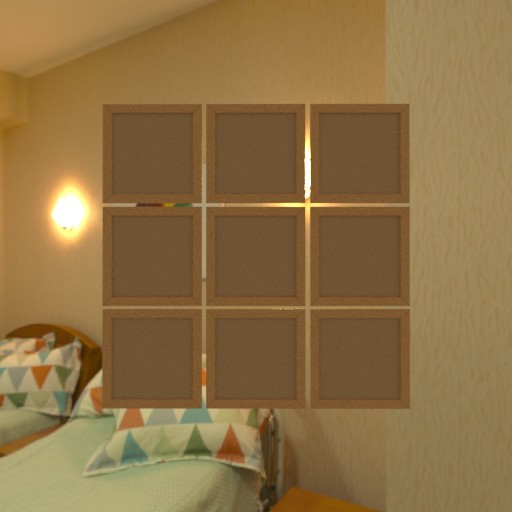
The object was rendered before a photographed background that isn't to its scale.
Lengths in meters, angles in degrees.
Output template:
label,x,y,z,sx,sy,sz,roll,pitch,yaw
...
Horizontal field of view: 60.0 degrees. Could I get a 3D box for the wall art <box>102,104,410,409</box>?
label,x,y,z,sx,sy,sz,roll,pitch,yaw
wall art,0.000,0.000,2.198,1.519,1.507,0.014,0,0,0
